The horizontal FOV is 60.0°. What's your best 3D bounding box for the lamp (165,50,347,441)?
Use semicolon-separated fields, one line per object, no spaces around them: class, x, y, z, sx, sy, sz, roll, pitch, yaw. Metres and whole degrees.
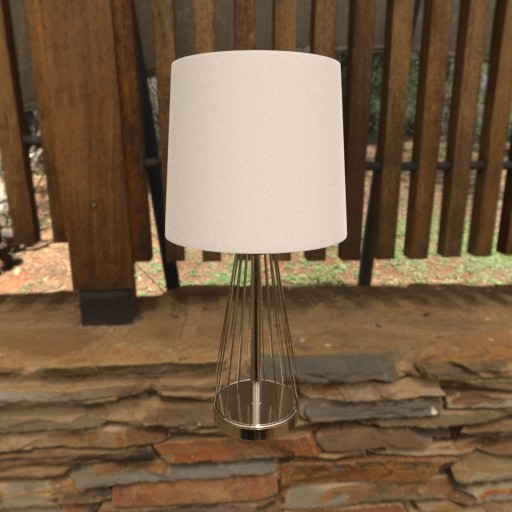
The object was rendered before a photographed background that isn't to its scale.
lamp;0.000;0.000;0.764;0.303;0.618;0.303;0;14;0
